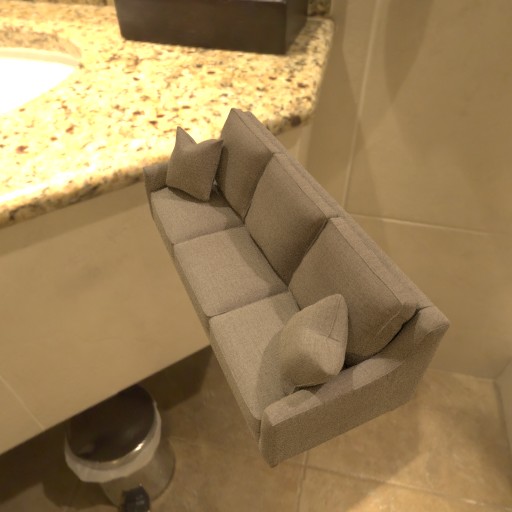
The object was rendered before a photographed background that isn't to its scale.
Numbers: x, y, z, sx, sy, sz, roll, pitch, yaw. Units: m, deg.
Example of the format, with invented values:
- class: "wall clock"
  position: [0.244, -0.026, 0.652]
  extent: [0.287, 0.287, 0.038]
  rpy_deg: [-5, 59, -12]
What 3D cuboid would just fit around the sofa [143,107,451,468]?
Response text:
- class: "sofa"
  position: [0.000, 0.000, 2.589]
  extent: [0.865, 0.914, 2.031]
  rpy_deg: [-18, 48, -17]
